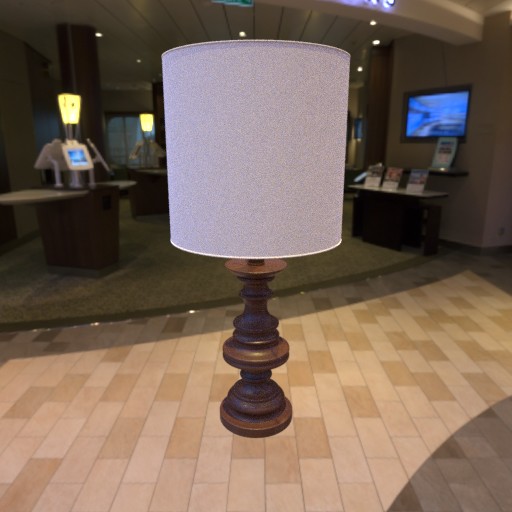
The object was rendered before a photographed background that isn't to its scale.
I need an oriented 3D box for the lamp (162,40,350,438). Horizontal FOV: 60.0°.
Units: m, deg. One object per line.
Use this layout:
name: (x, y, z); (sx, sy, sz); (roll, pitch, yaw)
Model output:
lamp: (0.000, 0.000, 0.556); (0.208, 0.455, 0.208); (14, 20, 42)
